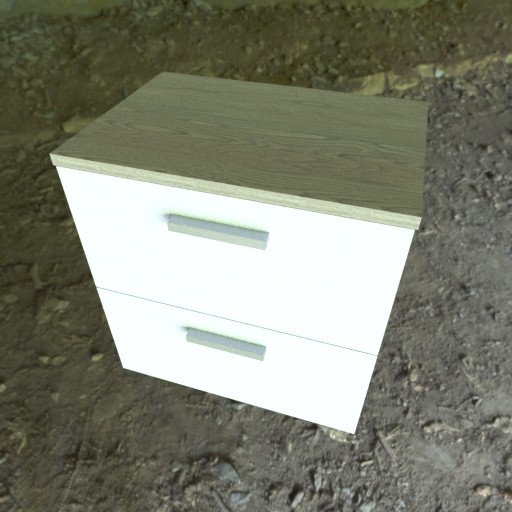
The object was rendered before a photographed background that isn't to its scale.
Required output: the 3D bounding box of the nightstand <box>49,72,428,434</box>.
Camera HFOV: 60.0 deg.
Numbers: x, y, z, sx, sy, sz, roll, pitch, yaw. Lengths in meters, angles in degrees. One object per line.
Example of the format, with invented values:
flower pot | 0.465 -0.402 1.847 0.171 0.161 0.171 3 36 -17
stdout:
nightstand | 0.000 0.000 0.752 0.442 0.461 0.325 12 42 13
